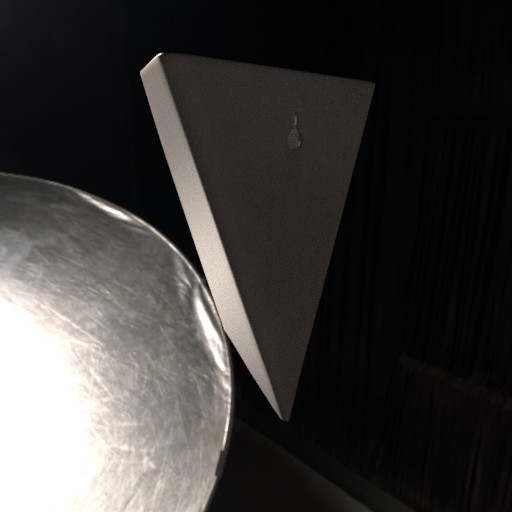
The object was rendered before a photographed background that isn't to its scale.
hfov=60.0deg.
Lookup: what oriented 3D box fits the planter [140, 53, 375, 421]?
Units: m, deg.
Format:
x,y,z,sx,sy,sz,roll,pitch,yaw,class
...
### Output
x,y,z,sx,sy,sz,roll,pitch,yaw,class
0.000,0.000,0.261,0.150,0.197,0.060,-14,21,-42,planter
